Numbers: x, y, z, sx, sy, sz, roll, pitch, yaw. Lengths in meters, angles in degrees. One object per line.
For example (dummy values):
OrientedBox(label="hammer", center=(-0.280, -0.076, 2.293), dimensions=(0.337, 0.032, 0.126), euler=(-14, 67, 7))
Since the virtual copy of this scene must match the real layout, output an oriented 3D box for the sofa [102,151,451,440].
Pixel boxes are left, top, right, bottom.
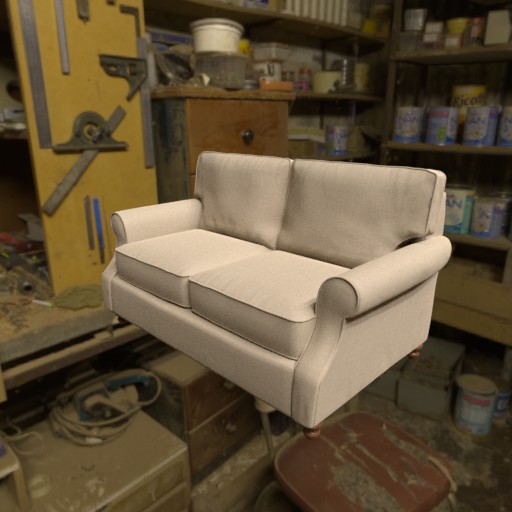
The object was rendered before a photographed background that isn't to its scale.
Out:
OrientedBox(label="sofa", center=(0.000, 0.000, 2.234), dimensions=(1.665, 0.937, 0.964), euler=(16, 24, 42))
